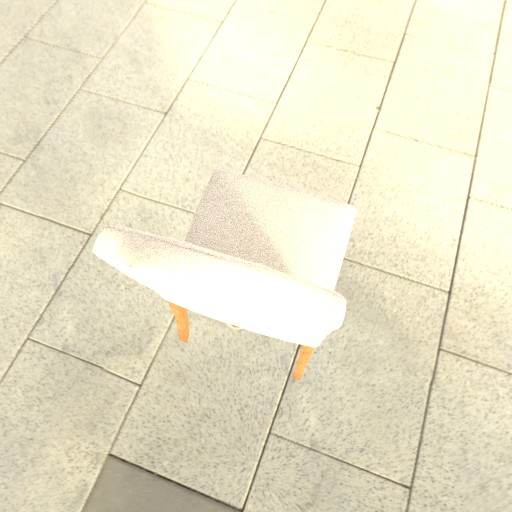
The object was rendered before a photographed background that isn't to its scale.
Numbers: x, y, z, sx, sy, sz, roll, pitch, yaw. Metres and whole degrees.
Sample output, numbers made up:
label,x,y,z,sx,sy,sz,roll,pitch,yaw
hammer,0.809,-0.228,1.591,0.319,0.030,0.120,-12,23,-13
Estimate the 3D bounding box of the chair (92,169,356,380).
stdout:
label,x,y,z,sx,sy,sz,roll,pitch,yaw
chair,0.000,0.000,1.375,0.534,1.012,0.648,17,65,8
